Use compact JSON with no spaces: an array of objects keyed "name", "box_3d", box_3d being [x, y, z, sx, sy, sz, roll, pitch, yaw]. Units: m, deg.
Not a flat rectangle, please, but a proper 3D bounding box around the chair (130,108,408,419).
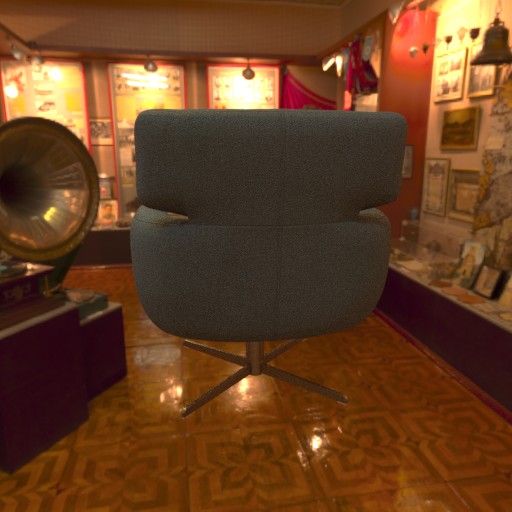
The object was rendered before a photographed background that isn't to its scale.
[{"name":"chair","box_3d":[0.000,0.000,1.374,0.738,0.813,0.761,-2,14,-8]}]
